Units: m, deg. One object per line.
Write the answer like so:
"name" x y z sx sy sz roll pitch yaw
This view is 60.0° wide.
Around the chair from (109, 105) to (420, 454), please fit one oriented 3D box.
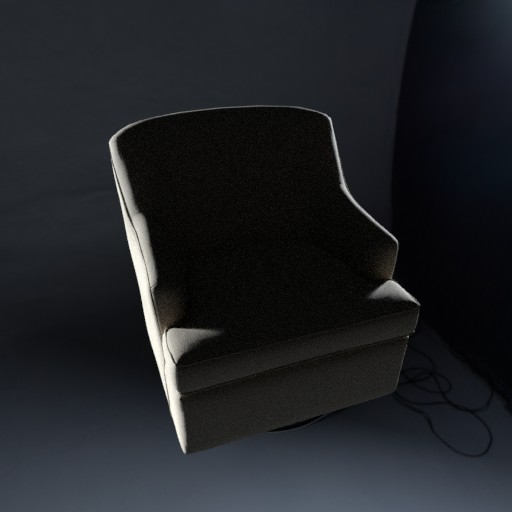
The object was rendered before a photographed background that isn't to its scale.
"chair" 0.000 0.000 1.597 0.864 0.856 0.923 -10 33 -16
